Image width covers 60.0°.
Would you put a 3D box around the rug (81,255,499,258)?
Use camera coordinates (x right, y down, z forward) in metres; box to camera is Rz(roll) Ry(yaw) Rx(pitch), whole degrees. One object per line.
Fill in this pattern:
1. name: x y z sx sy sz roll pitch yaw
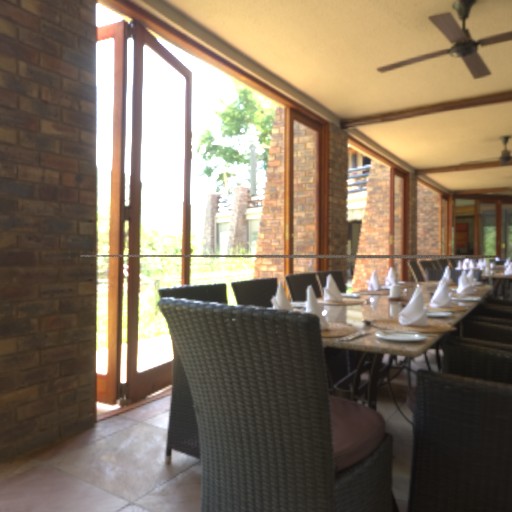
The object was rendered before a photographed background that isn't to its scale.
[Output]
1. rug: 0.000 0.000 2.610 2.430 0.012 0.767 0 0 36
